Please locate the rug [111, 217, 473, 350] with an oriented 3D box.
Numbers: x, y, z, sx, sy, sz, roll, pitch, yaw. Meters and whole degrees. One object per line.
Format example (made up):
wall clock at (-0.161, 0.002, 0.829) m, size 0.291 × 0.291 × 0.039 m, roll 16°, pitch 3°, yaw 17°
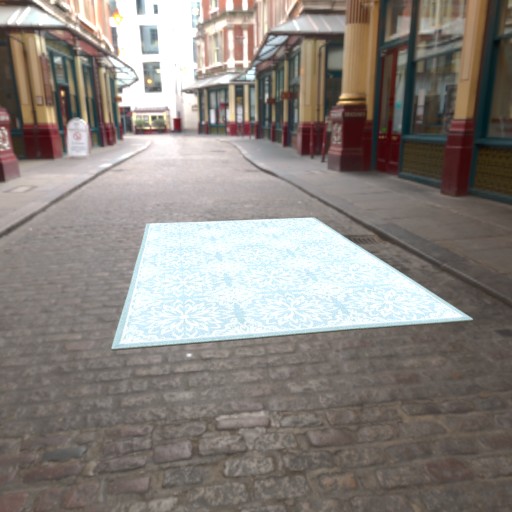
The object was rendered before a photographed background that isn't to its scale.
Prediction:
rug at (0.000, 0.000, 2.312) m, size 1.219 × 0.012 × 1.840 m, roll -3°, pitch 16°, yaw -10°
